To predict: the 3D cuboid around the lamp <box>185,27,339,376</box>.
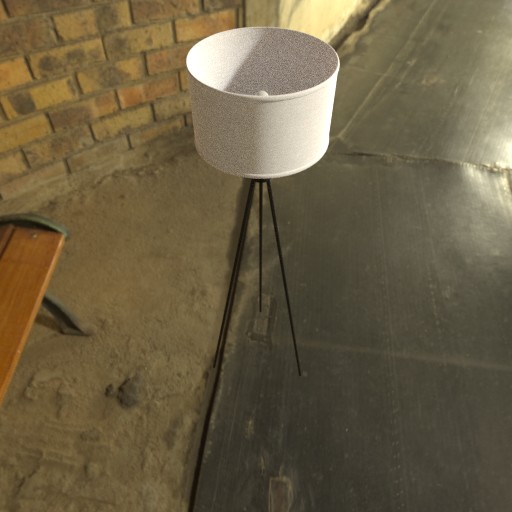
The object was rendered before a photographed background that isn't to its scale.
[{"bbox_3d":[0.000,0.000,1.742,0.458,1.545,0.448,-24,53,-20],"label":"lamp"}]
